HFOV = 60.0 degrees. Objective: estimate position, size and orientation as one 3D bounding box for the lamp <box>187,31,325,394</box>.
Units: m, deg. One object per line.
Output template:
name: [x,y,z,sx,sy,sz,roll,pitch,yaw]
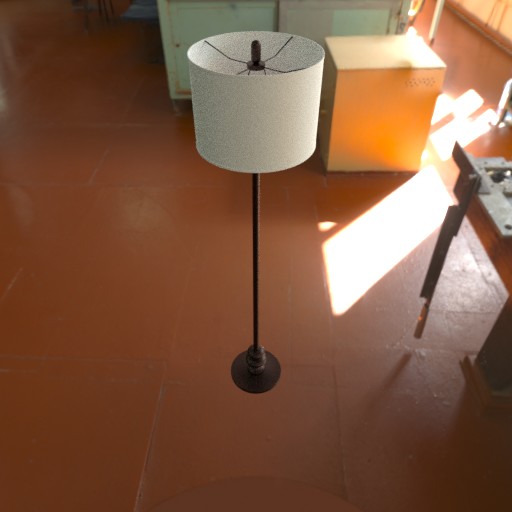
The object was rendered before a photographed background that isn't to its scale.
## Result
lamp: [0.000,0.000,1.634,0.356,1.487,0.356,26,48,26]
